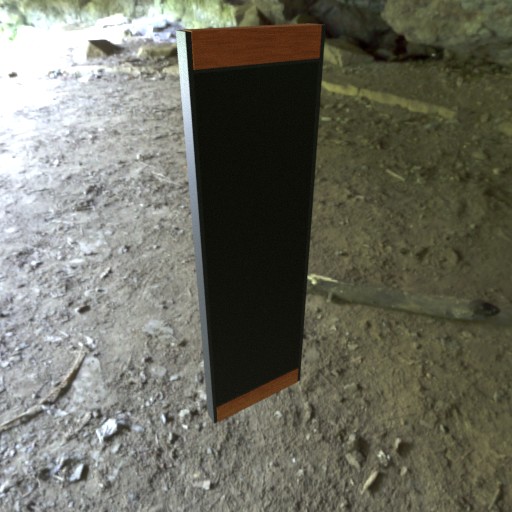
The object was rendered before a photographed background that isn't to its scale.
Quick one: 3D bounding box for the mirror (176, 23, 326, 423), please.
[{"bbox_3d":[0.000,0.000,1.220,0.343,1.123,0.047,-18,36,-27],"label":"mirror"}]
